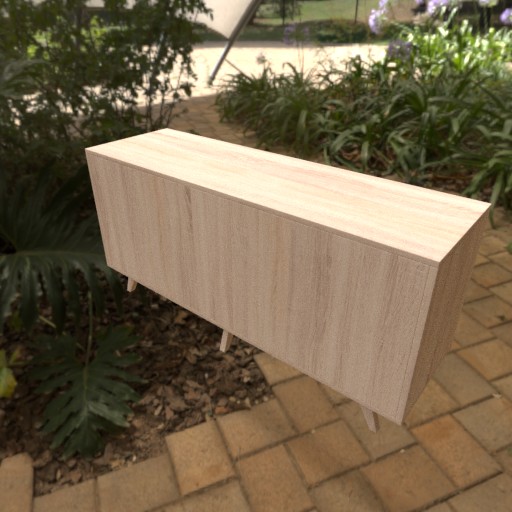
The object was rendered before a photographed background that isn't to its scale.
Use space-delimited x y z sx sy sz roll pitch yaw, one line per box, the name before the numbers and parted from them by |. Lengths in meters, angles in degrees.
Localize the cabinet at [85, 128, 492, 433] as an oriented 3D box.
cabinet | 0.000 0.000 1.976 1.650 0.780 0.500 22 36 33
